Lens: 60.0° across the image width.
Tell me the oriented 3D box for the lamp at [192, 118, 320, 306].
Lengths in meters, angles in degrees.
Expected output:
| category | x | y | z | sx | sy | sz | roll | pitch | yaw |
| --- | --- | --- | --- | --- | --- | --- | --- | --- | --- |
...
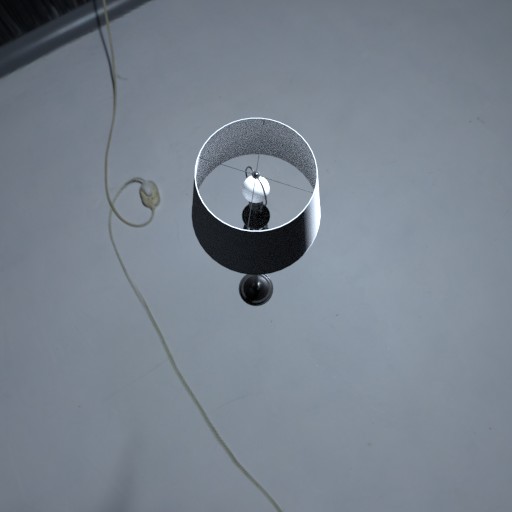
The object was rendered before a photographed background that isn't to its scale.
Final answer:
| category | x | y | z | sx | sy | sz | roll | pitch | yaw |
| --- | --- | --- | --- | --- | --- | --- | --- | --- | --- |
| lamp | 0.000 | 0.000 | 1.828 | 0.379 | 1.623 | 0.379 | 0 | 76 | 0 |
